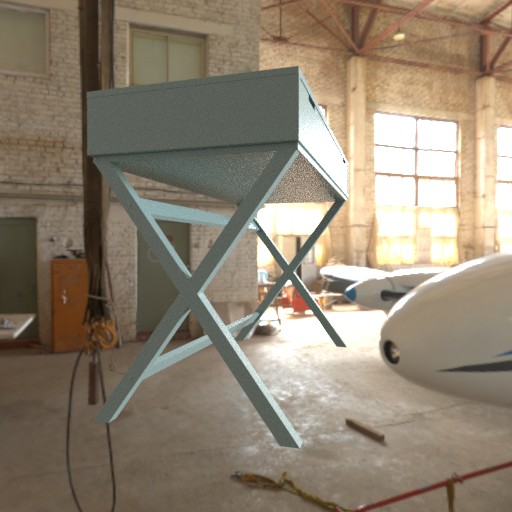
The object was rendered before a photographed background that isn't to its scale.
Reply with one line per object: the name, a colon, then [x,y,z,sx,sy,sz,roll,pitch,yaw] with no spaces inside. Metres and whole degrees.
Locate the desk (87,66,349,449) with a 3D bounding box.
desk: [0.000,0.000,1.474,0.509,0.780,1.059,0,1,17]
